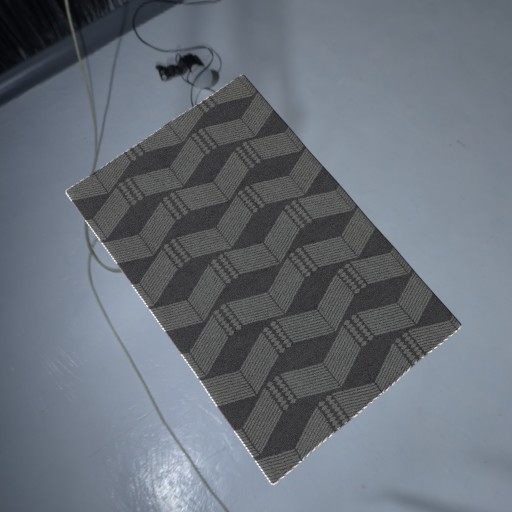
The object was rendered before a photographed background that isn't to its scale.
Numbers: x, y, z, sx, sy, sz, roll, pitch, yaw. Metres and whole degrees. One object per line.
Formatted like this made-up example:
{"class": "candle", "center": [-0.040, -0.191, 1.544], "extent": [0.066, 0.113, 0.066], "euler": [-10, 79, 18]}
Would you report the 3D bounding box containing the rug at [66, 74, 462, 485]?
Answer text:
{"class": "rug", "center": [0.000, 0.000, 2.310], "extent": [1.210, 0.016, 1.833], "euler": [-36, 79, -9]}
